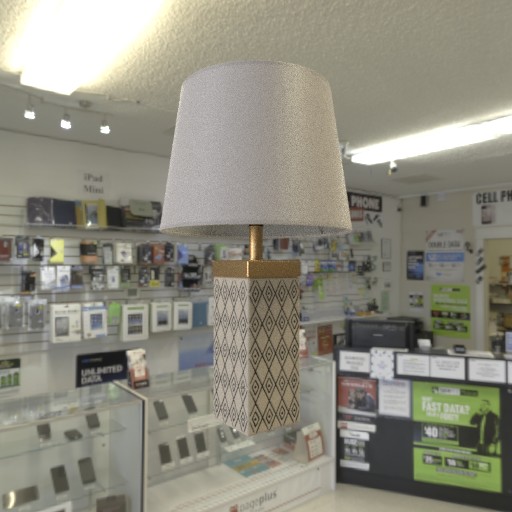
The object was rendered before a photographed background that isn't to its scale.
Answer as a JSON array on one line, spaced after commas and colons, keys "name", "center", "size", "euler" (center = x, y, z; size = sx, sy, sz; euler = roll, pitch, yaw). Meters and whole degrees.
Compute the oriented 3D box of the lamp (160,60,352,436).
[{"name": "lamp", "center": [0.000, 0.000, 0.591], "size": [0.251, 0.435, 0.251], "euler": [0, -1, 0]}]
